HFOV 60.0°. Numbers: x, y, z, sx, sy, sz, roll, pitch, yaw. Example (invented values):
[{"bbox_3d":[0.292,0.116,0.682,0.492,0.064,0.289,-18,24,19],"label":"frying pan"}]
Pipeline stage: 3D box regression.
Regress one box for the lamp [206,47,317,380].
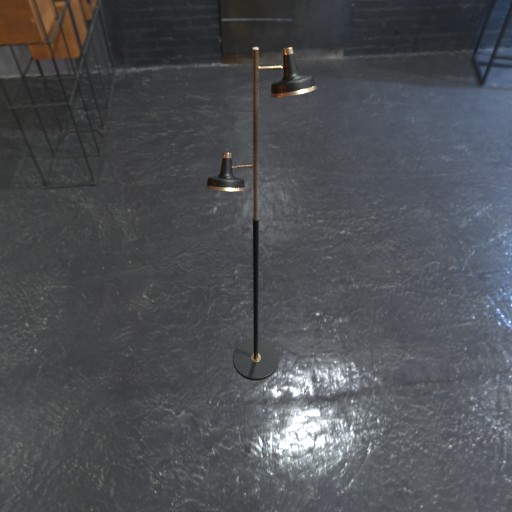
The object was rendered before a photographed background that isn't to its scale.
[{"bbox_3d":[0.000,0.000,1.830,0.351,1.674,0.253,-4,47,-4],"label":"lamp"}]
